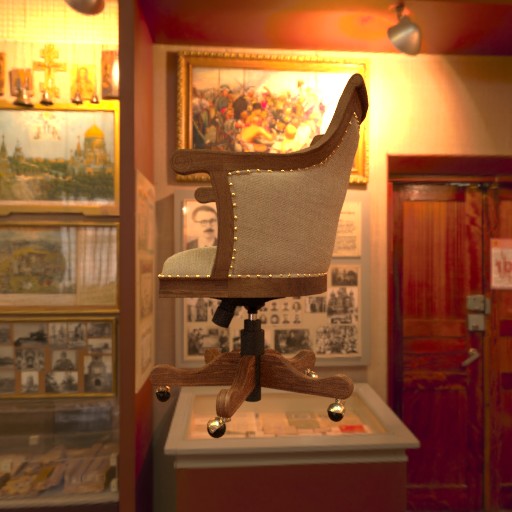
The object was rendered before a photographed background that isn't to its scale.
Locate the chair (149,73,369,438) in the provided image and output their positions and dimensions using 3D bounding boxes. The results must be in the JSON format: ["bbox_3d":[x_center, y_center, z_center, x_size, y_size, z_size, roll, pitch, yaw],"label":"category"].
[{"bbox_3d":[0.000,0.000,1.457,0.689,0.965,0.656,0,0,-2],"label":"chair"}]
